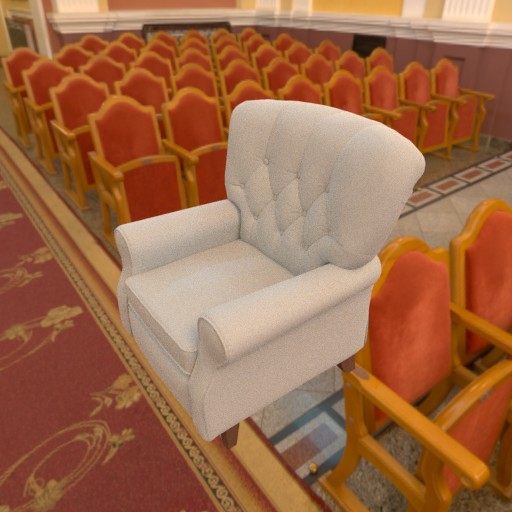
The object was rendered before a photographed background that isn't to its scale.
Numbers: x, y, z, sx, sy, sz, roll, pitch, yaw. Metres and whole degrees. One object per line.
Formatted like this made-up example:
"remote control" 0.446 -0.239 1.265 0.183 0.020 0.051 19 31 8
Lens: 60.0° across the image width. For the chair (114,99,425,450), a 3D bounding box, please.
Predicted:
"chair" 0.000 0.000 2.062 1.128 1.217 1.090 -21 37 -30
